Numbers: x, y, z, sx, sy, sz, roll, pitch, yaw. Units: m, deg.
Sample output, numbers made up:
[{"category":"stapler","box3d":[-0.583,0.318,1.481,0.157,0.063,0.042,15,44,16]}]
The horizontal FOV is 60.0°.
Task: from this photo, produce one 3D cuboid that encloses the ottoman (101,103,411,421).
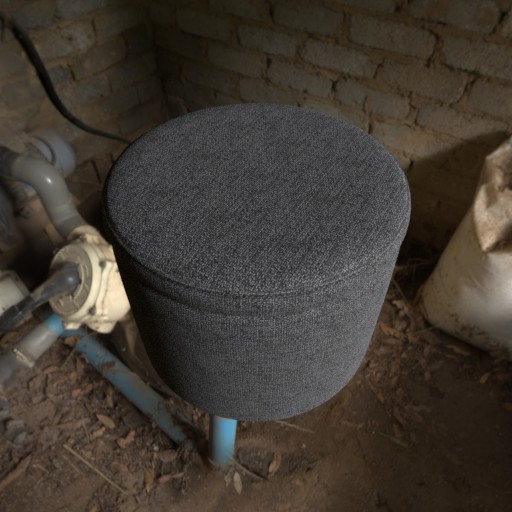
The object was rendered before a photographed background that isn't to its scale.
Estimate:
[{"category":"ottoman","box3d":[0.000,0.000,0.890,0.520,0.430,0.520,0,46,0]}]
